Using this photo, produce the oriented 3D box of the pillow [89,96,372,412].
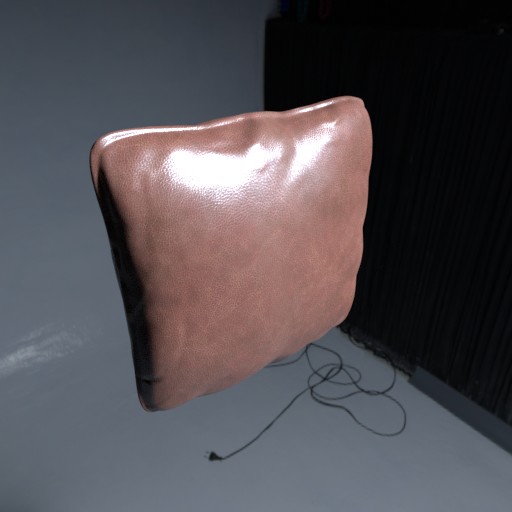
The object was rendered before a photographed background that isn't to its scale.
[{"bbox_3d":[0.000,0.000,0.822,0.532,0.523,0.236,-20,35,-31],"label":"pillow"}]
